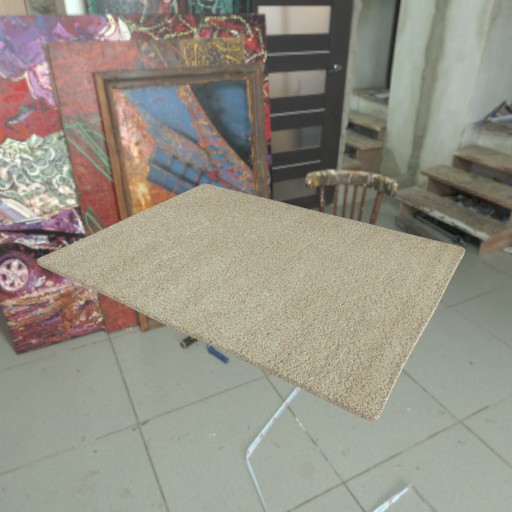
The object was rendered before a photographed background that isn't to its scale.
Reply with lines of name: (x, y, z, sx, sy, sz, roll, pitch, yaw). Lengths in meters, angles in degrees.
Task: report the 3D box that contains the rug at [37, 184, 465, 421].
rug: (0.000, 0.000, 2.054, 1.600, 0.025, 1.199, 18, 34, 29)
